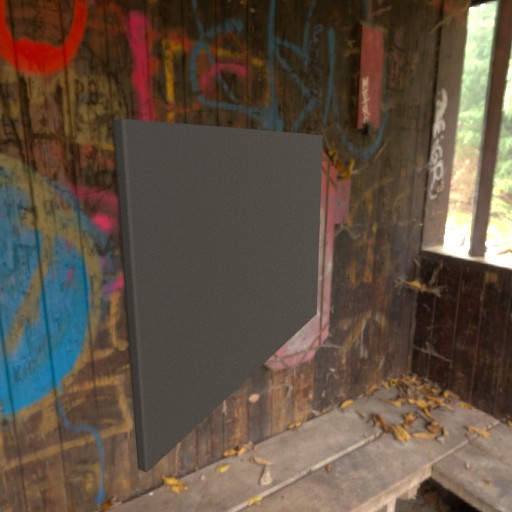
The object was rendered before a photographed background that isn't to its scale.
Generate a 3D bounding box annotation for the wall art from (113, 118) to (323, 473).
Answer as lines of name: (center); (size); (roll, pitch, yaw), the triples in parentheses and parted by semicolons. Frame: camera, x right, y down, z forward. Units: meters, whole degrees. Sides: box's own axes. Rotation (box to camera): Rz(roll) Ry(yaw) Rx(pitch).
wall art: (0.000, 0.000, 1.199); (0.026, 0.656, 0.958); (7, 15, 27)
